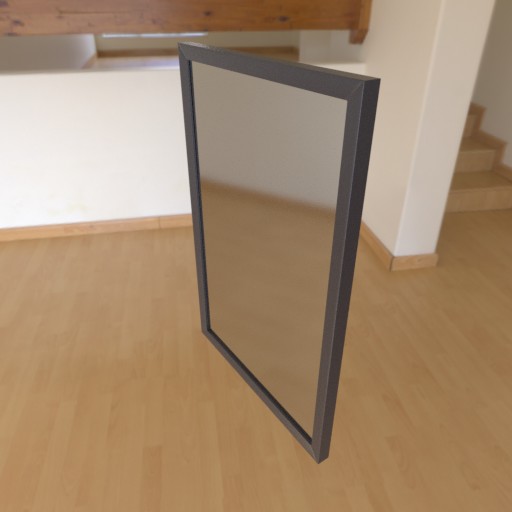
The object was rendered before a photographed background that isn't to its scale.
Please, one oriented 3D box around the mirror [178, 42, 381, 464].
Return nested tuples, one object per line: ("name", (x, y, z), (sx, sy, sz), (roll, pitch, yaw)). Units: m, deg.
("mirror", (0.000, 0.000, 1.104), (0.040, 0.915, 0.609), (-20, 37, -29))
